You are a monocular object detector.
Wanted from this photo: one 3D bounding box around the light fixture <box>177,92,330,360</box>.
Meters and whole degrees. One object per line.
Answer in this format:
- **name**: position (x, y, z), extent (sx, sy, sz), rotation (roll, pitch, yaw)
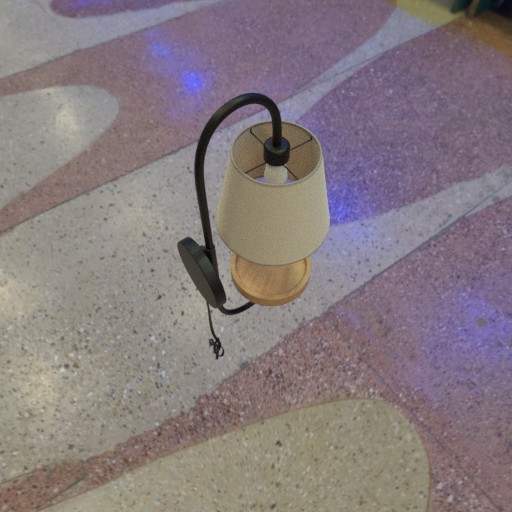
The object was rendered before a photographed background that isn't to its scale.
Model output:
- **light fixture**: position (0.000, 0.000, 0.934), extent (0.299, 0.821, 0.220), rotation (-30, 62, -18)
